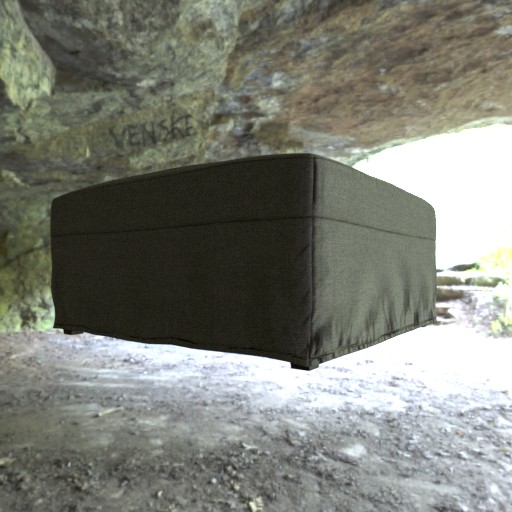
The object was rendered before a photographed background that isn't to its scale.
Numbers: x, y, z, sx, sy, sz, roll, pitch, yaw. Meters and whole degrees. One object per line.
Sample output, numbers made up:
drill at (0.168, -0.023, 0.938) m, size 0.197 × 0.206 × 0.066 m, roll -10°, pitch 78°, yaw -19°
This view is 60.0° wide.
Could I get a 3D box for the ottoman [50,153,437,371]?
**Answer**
ottoman at (0.000, 0.000, 1.309) m, size 0.843 × 0.436 × 0.840 m, roll -1°, pitch -2°, yaw 36°
